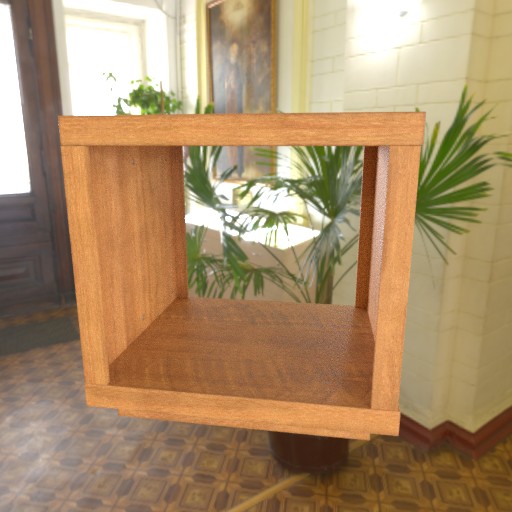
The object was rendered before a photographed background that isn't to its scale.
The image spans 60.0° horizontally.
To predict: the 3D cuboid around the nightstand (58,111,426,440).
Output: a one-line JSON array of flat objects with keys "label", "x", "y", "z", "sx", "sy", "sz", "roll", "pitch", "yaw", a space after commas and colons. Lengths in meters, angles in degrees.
[{"label": "nightstand", "x": 0.000, "y": 0.000, "z": 0.845, "sx": 0.493, "sy": 0.491, "sz": 0.436, "roll": 2, "pitch": 14, "yaw": 9}]
